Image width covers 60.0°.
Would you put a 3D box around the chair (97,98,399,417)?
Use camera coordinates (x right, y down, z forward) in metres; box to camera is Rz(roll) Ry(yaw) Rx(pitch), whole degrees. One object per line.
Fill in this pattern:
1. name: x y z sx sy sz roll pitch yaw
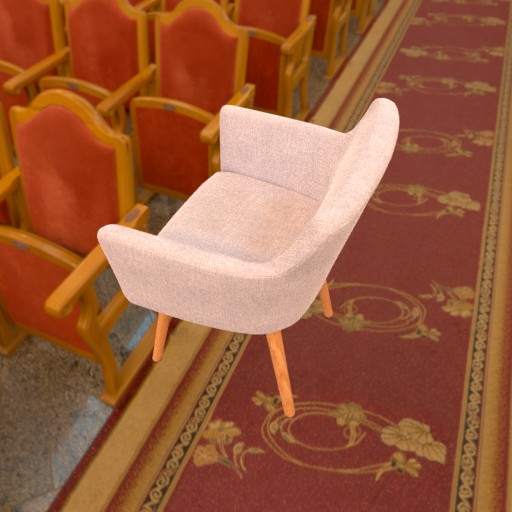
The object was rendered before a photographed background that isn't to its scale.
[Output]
1. chair: 0.000 0.000 1.153 0.540 0.780 0.570 18 49 16
